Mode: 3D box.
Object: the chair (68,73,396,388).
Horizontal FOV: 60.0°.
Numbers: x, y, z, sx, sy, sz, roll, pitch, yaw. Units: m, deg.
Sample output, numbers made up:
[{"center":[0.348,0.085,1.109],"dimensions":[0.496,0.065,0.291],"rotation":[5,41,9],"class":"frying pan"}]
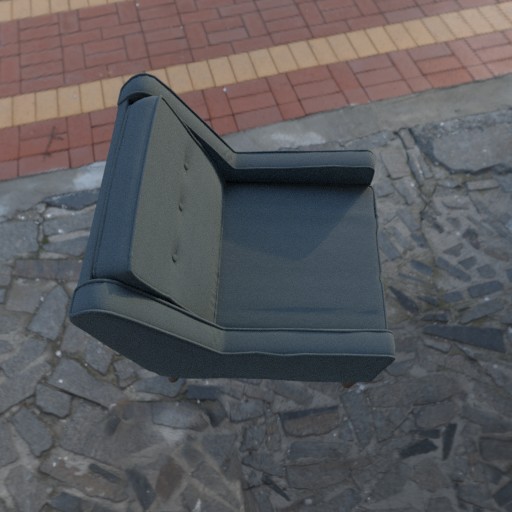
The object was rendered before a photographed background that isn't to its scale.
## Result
[{"center":[0.000,0.000,1.307],"dimensions":[0.733,0.780,0.663],"rotation":[2,63,1],"class":"chair"}]
